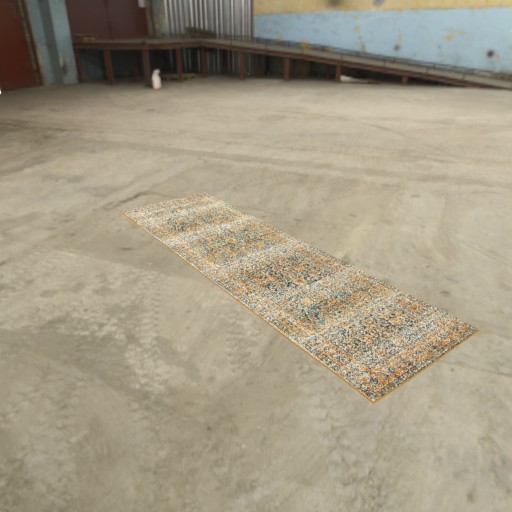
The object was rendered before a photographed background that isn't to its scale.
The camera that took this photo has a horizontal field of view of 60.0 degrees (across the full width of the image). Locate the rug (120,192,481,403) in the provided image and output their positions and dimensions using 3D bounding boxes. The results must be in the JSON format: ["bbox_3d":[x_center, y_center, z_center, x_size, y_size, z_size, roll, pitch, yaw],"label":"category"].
[{"bbox_3d":[0.000,0.000,2.540,0.704,0.014,2.294,-19,33,-32],"label":"rug"}]
